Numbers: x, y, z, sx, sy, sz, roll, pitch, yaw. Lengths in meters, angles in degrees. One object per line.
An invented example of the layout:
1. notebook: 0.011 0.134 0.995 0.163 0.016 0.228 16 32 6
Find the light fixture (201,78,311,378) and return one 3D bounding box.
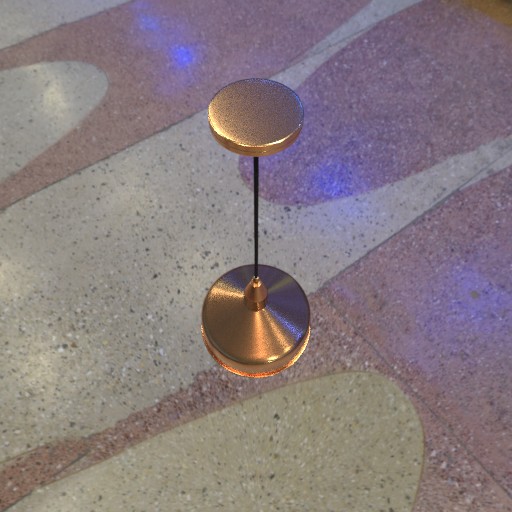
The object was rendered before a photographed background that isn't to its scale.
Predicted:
1. light fixture: 0.000 0.000 0.894 0.301 0.754 0.301 -32 65 -17
